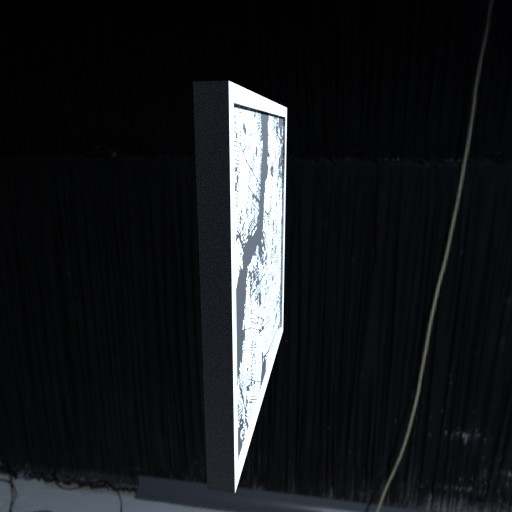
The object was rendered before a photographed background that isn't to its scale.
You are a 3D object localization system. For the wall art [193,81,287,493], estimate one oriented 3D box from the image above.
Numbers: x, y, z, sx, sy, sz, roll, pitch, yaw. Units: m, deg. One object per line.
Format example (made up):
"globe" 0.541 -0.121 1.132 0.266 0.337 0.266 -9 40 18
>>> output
"wall art" 0.000 0.000 0.757 0.038 0.506 0.506 3 16 10
